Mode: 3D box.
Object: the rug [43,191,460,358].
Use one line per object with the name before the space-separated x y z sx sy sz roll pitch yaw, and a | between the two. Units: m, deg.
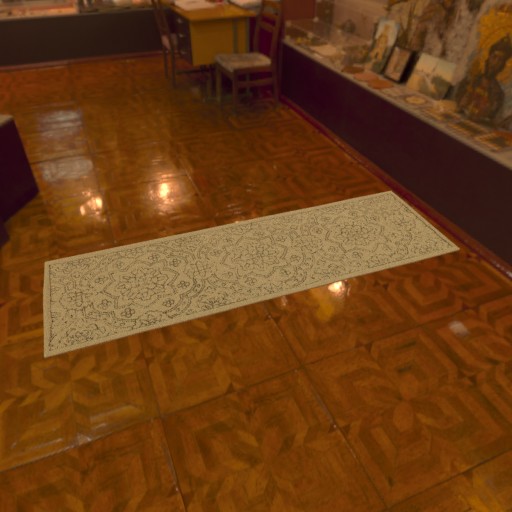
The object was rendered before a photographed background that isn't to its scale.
rug | 0.000 0.000 2.723 2.448 0.012 0.769 -13 41 -16
